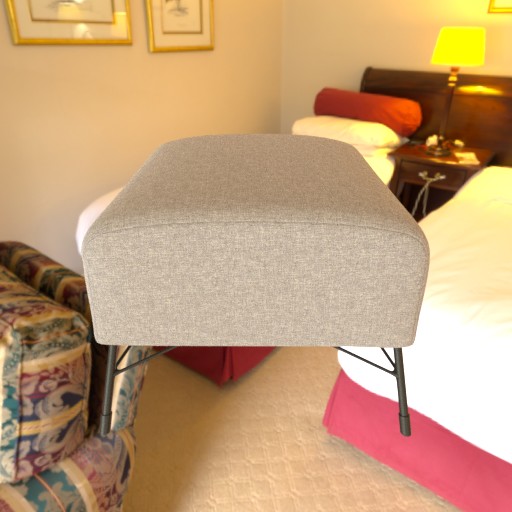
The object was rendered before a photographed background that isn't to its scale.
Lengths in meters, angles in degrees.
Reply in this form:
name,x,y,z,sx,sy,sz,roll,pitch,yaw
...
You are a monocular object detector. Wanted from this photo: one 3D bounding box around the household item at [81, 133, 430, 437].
name,x,y,z,sx,sy,sz,roll,pitch,yaw
household item,0.000,0.000,0.889,0.530,0.410,0.530,0,27,0
